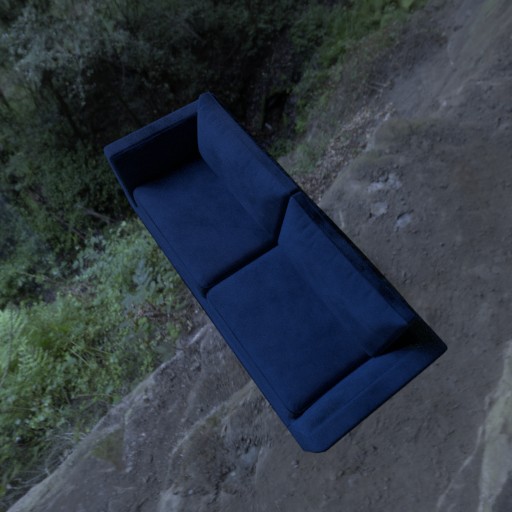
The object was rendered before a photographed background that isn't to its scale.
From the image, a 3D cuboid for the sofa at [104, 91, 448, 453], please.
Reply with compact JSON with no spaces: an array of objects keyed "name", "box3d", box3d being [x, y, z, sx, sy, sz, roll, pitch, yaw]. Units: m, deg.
[{"name":"sofa","box3d":[0.000,0.000,2.761,0.853,0.998,2.212,-33,68,-15]}]
